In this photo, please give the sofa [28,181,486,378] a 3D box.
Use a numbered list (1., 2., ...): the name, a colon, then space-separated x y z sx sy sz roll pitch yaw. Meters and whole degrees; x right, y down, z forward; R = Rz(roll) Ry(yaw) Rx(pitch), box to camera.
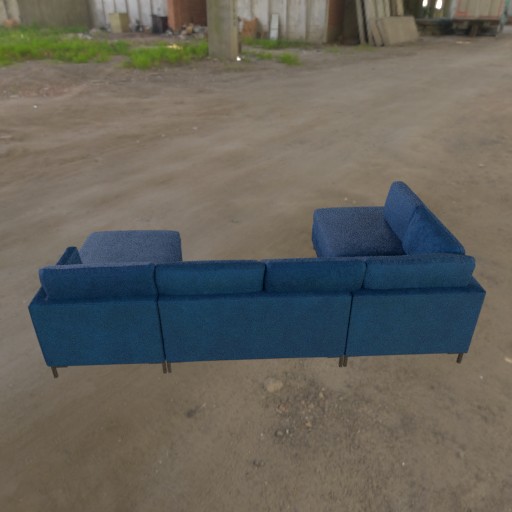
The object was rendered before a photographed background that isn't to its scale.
1. sofa: 0.000 0.000 4.255 3.434 0.992 2.055 -1 30 -2
